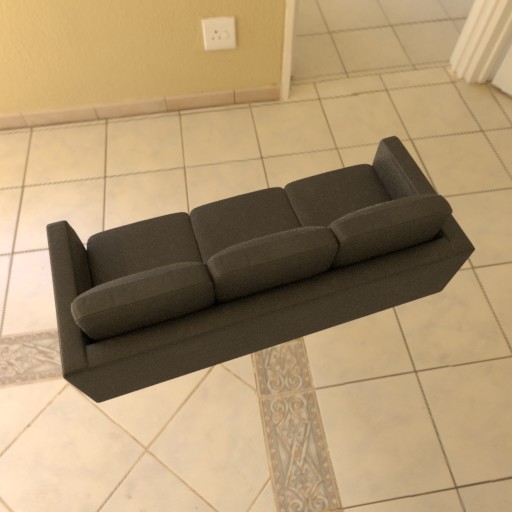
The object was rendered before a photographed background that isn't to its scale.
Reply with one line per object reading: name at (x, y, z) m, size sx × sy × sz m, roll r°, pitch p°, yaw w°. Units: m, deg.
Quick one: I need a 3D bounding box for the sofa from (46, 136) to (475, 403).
sofa at (0.000, 0.000, 2.452) m, size 2.029 × 0.899 × 0.879 m, roll -16°, pitch 60°, yaw -9°
